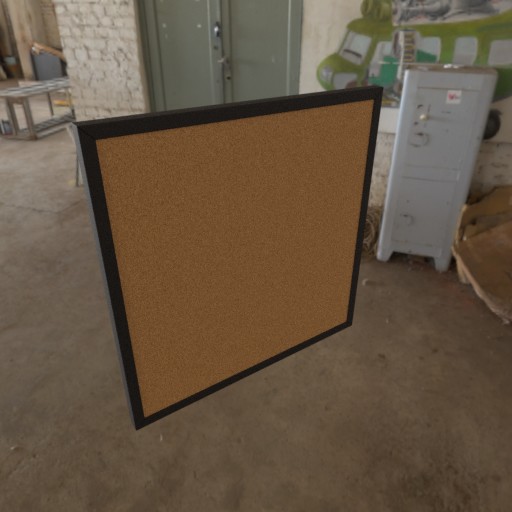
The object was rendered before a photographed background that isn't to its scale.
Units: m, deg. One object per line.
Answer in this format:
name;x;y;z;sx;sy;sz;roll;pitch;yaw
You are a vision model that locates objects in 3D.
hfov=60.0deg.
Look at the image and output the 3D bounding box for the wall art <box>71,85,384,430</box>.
wall art;0.000;0.000;1.140;0.763;0.763;0.037;-18;34;-29
